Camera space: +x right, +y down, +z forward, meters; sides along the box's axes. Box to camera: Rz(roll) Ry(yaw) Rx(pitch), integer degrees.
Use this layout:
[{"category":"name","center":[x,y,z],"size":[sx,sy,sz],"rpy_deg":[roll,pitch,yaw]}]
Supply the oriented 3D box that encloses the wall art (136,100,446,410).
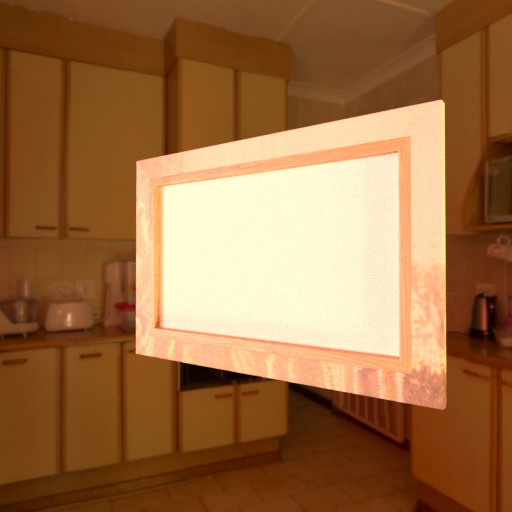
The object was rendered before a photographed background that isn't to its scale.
[{"category":"wall art","center":[0.000,0.000,1.903],"size":[1.525,1.012,0.038],"rpy_deg":[-1,-1,36]}]
